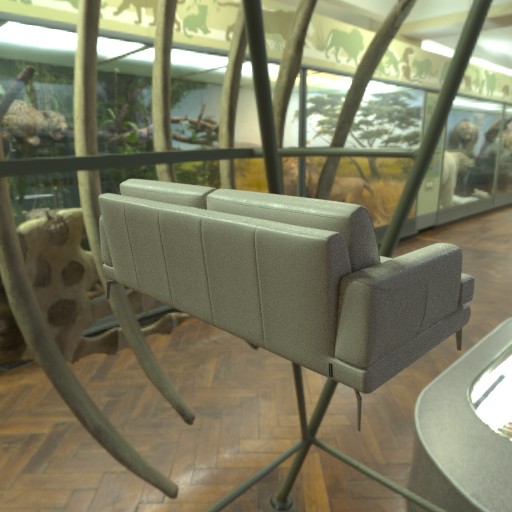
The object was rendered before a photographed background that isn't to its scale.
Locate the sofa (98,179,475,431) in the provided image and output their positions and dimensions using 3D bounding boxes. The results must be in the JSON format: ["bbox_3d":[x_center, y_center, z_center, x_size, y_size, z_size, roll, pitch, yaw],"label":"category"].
[{"bbox_3d":[0.000,0.000,2.377,0.974,0.765,1.940,-14,20,-43],"label":"sofa"}]
